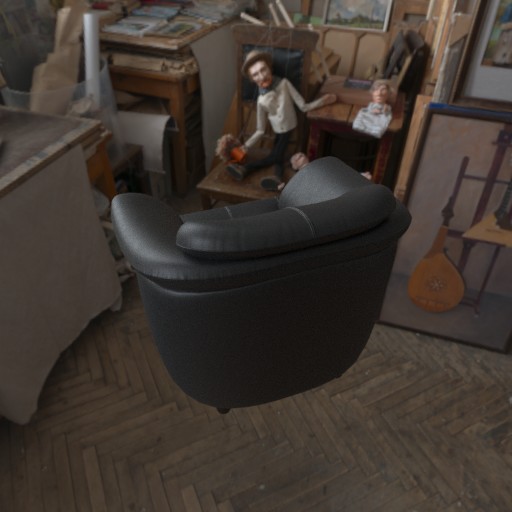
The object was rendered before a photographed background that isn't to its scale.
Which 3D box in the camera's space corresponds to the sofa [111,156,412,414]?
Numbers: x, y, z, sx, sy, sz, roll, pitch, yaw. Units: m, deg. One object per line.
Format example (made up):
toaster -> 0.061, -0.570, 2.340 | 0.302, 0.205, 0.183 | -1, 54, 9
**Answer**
sofa -> 0.000, 0.000, 1.510 | 0.870, 0.811, 0.794 | -13, 43, -14
